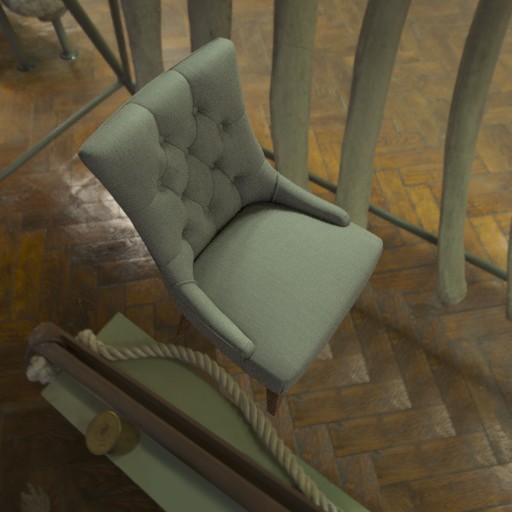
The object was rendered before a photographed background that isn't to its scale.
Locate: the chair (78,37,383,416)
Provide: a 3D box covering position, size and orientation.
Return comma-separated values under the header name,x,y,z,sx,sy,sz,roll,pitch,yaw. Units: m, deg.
name,x,y,z,sx,sy,sz,roll,pitch,yaw
chair,0.000,0.000,1.201,0.565,0.874,0.509,32,64,17
